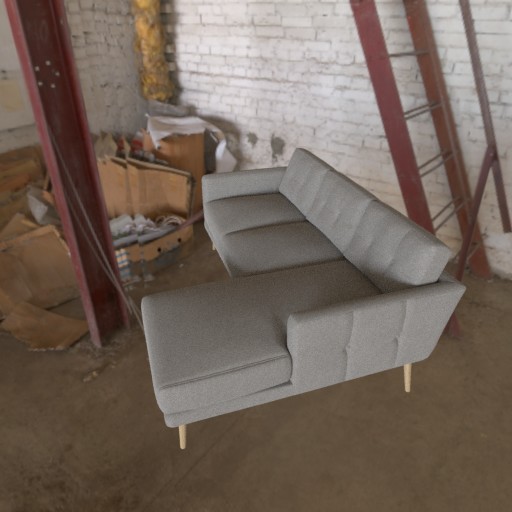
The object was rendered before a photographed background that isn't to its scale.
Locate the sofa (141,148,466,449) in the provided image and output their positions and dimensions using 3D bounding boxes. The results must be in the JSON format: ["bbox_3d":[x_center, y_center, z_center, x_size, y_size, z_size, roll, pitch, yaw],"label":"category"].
[{"bbox_3d":[0.000,0.000,2.879,1.530,0.860,2.040,-9,31,-16],"label":"sofa"}]
